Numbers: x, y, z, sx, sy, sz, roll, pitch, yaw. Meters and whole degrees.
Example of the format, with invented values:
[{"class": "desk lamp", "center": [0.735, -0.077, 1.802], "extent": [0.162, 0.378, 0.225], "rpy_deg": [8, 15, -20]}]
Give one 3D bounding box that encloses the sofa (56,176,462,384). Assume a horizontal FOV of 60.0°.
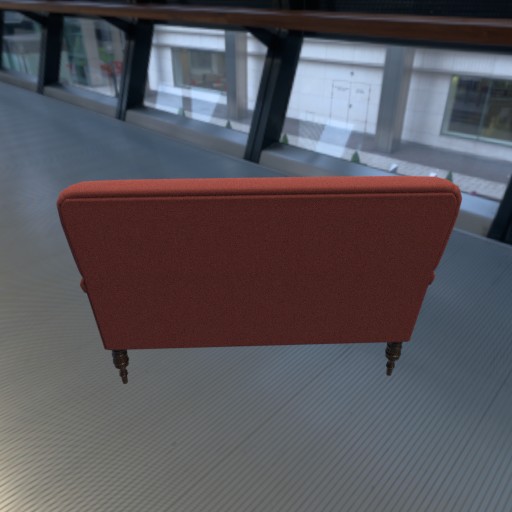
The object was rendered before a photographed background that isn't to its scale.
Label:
[{"class": "sofa", "center": [0.000, 0.000, 1.803], "extent": [1.297, 0.889, 0.779], "rpy_deg": [-1, 30, -2]}]
